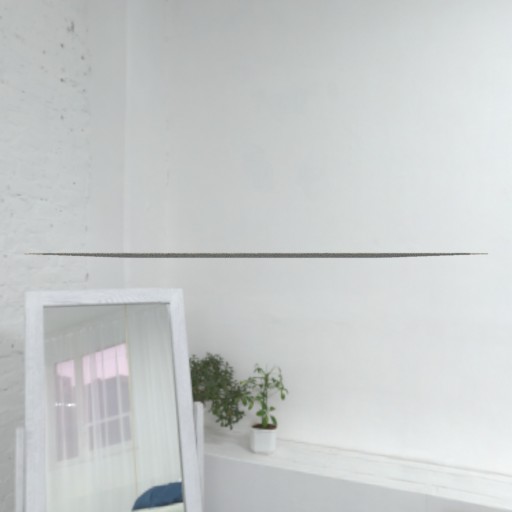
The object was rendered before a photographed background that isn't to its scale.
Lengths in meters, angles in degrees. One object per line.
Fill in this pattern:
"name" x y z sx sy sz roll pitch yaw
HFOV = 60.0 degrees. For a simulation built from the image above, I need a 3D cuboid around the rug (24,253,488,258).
"rug" 0.000 0.000 4.224 3.221 0.011 2.379 0 -1 0
